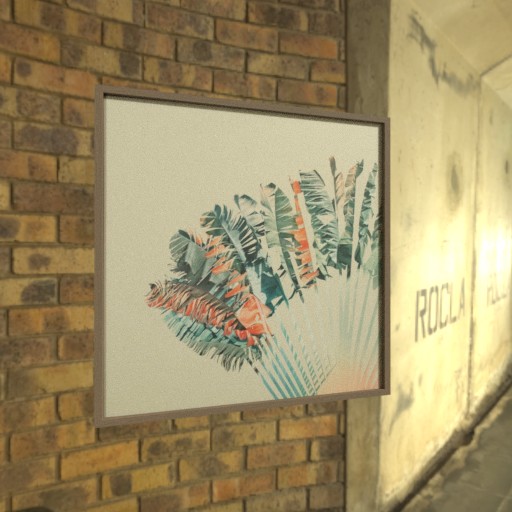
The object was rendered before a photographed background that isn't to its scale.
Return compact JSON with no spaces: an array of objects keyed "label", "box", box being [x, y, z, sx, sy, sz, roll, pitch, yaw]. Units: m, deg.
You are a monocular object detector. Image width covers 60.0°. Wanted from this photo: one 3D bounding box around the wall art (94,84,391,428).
[{"label":"wall art","box":[0.000,0.000,1.113,0.761,0.758,0.038,0,0,-18]}]
